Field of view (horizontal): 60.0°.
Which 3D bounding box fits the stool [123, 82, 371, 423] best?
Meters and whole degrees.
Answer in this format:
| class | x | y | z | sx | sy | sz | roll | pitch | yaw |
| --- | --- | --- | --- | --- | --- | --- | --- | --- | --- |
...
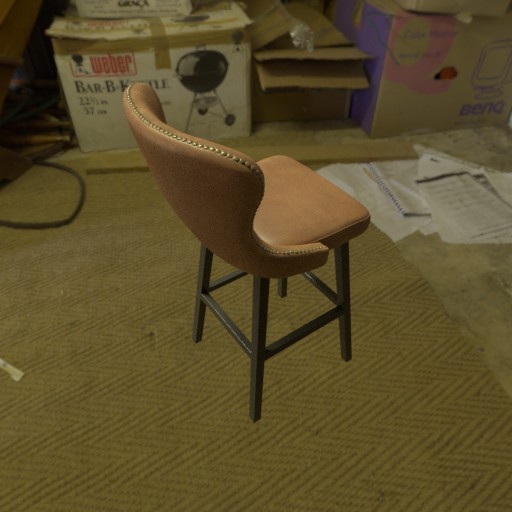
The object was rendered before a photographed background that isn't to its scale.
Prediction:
| class | x | y | z | sx | sy | sz | roll | pitch | yaw |
| --- | --- | --- | --- | --- | --- | --- | --- | --- | --- |
| stool | 0.000 | 0.000 | 1.381 | 0.601 | 1.050 | 0.528 | -25 | 47 | -25 |
